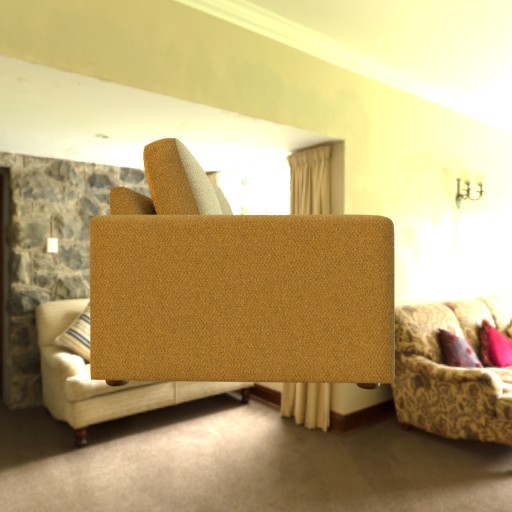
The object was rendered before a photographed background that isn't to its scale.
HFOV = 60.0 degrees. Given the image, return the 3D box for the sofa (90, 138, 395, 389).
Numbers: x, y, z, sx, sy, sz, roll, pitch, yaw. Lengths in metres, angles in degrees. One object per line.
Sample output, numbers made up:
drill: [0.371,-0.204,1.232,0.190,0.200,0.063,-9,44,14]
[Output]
sofa: [0.000,0.000,2.206,1.016,0.873,1.616,0,1,2]
